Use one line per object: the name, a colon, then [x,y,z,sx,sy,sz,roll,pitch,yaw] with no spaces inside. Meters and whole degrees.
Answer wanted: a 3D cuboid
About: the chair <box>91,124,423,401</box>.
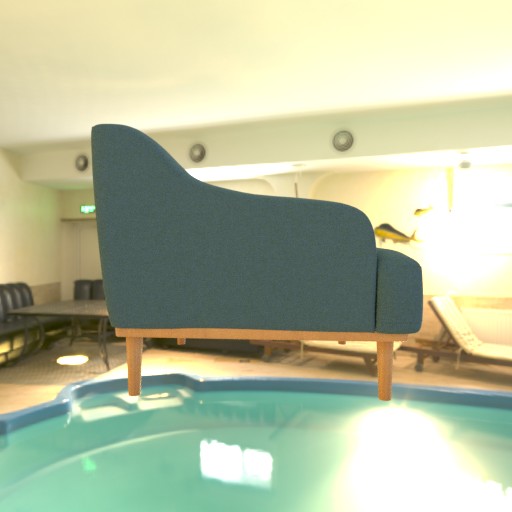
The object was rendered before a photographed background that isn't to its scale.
chair: [0.000,0.000,1.663,0.951,0.818,0.946,0,1,2]
